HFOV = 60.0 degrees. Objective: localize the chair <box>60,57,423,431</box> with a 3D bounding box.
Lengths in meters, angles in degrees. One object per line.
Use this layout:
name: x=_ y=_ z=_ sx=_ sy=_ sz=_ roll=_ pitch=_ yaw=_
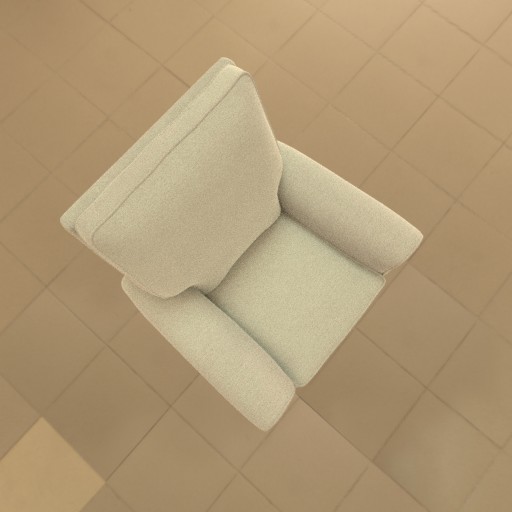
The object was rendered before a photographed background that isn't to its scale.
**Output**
chair: x=0.000 y=0.000 z=1.624 sx=0.878 sy=0.960 sz=0.890 roll=40 pitch=80 yaw=9
